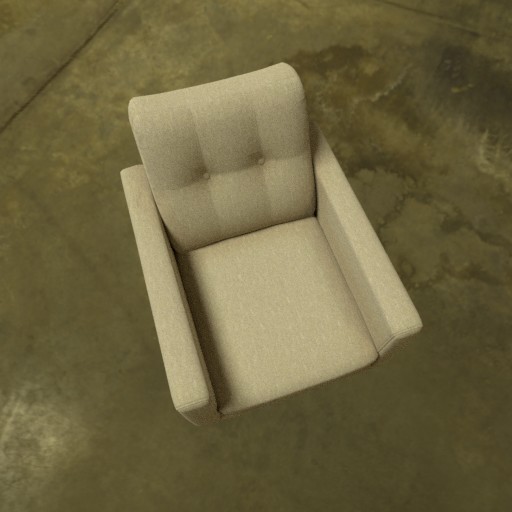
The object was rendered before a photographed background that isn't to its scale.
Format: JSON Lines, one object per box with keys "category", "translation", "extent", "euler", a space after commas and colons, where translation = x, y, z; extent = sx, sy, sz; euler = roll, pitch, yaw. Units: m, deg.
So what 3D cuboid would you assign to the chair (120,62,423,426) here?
{"category": "chair", "translation": [0.000, 0.000, 1.847], "extent": [0.897, 0.965, 1.128], "euler": [-17, 65, -8]}
